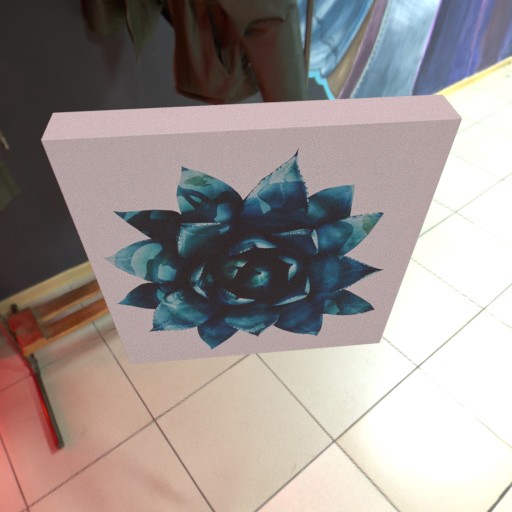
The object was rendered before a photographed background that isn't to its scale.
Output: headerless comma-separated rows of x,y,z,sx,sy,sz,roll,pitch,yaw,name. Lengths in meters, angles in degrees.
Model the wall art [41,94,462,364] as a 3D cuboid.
0.000,0.000,0.442,0.305,0.305,0.038,-4,46,-4,wall art
